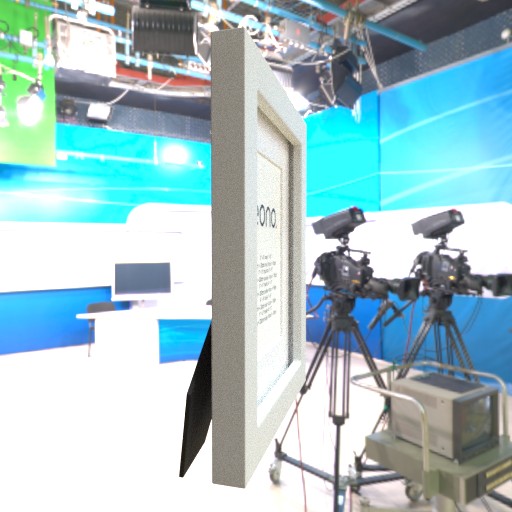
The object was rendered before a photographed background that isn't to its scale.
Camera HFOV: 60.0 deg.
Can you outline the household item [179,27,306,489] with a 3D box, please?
[{"bbox_3d":[0.000,0.000,0.341,0.045,0.250,0.200,0,2,16],"label":"household item"}]
